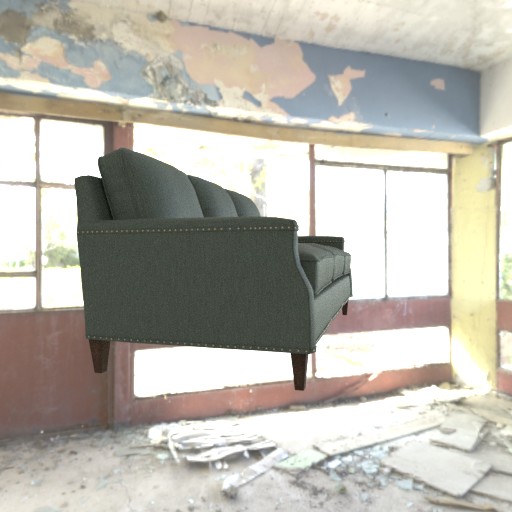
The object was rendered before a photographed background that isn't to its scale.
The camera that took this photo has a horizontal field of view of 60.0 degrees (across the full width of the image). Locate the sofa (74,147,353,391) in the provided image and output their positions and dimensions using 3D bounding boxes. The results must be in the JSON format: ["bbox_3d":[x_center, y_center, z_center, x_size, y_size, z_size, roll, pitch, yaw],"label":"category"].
[{"bbox_3d":[0.000,0.000,2.837,1.084,1.003,2.246,0,1,16],"label":"sofa"}]
